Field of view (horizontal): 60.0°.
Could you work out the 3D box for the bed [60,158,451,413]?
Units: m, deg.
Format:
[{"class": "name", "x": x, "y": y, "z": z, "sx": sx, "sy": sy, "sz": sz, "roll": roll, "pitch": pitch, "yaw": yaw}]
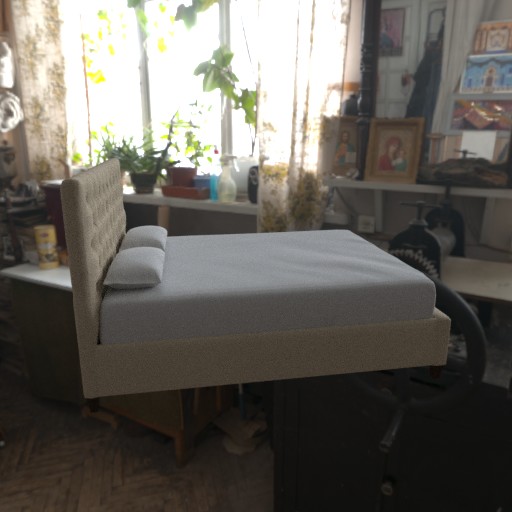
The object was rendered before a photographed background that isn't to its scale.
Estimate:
[{"class": "bed", "x": 0.000, "y": 0.000, "z": 3.478, "sx": 2.387, "sy": 1.427, "sz": 1.698, "roll": -3, "pitch": 16, "yaw": -9}]
